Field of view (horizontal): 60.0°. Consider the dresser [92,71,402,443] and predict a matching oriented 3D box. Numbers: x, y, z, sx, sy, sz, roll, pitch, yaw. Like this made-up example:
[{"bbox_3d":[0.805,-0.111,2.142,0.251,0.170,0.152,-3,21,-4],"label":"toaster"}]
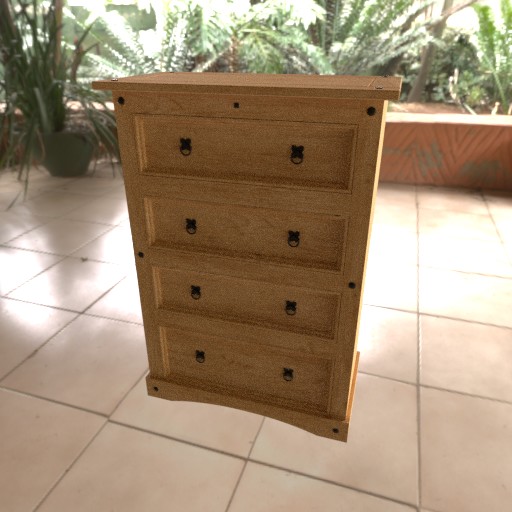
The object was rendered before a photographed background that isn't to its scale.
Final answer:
[{"bbox_3d":[0.000,0.000,1.737,0.915,1.300,0.485,8,27,15],"label":"dresser"}]
